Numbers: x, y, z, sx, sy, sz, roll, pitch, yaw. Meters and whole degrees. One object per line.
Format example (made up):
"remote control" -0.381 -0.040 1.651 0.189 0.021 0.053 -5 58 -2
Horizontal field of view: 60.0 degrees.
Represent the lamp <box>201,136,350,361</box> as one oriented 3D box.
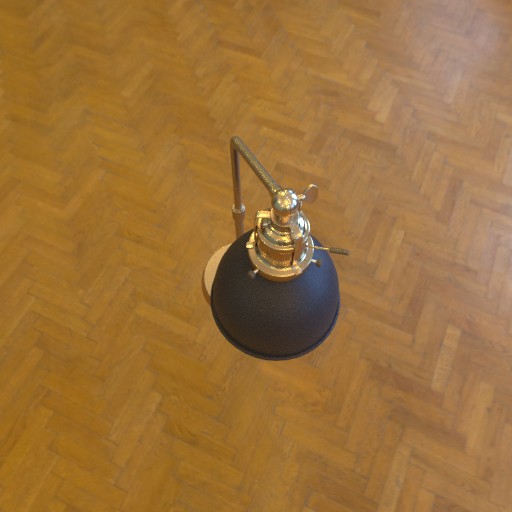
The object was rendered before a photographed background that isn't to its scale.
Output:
"lamp" 0.000 0.000 0.584 0.160 0.456 0.291 -19 65 -9
